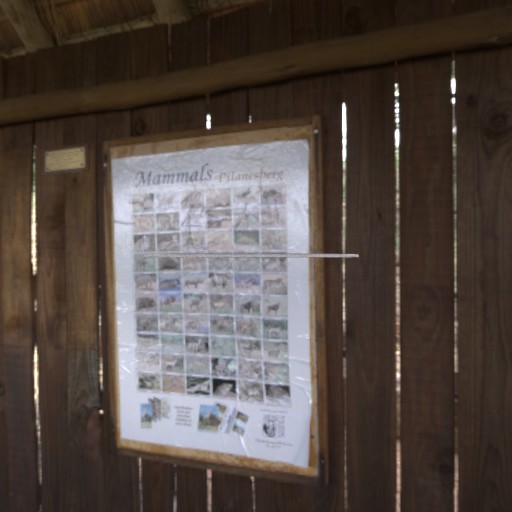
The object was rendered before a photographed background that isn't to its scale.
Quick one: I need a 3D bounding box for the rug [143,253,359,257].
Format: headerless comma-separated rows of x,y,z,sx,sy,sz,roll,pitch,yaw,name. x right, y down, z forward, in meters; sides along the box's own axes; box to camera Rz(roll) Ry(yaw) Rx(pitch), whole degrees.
0.000,0.000,2.037,0.553,0.012,1.827,0,0,1,rug
